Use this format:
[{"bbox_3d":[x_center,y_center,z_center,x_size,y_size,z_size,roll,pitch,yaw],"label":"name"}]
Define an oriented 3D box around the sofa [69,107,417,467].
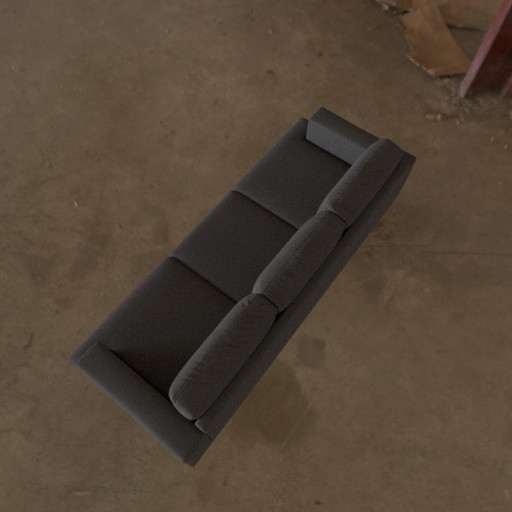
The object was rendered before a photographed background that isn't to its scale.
[{"bbox_3d":[0.000,0.000,2.764,0.920,0.810,2.310,34,68,16],"label":"sofa"}]
